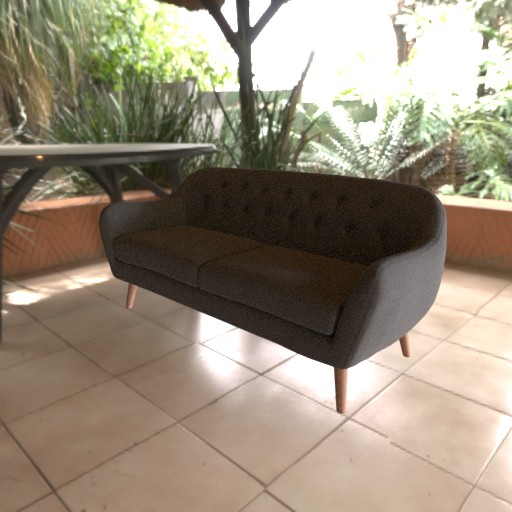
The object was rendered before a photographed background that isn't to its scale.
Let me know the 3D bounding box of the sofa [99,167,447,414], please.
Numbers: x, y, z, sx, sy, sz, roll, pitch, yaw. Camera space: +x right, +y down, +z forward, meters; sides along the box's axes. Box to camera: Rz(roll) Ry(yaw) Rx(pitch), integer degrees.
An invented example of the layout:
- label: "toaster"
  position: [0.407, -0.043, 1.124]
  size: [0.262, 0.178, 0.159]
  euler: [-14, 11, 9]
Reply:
- label: "sofa"
  position: [0.000, 0.000, 2.325]
  size: [1.840, 0.820, 0.820]
  euler: [14, 21, 41]
